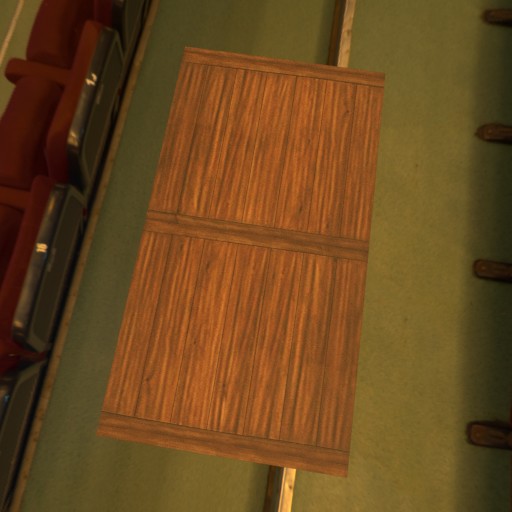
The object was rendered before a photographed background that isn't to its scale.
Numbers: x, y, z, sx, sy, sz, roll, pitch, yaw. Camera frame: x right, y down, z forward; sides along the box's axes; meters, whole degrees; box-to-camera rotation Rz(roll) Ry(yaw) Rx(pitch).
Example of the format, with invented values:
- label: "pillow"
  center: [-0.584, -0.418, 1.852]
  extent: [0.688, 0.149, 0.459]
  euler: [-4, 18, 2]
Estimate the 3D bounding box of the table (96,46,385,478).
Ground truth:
- label: "table"
  center: [0.000, 0.000, 2.488]
  extent: [1.071, 0.793, 1.966]
  euler: [9, 76, 2]
